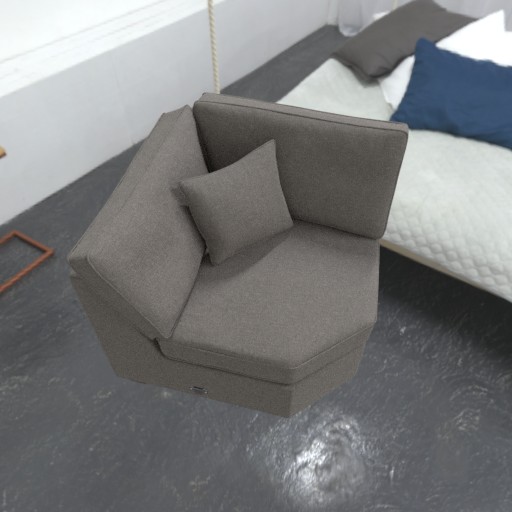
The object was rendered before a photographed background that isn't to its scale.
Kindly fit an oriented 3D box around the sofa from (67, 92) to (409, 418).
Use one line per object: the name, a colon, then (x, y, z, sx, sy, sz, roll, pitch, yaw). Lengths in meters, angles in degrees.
sofa: (0.000, 0.000, 1.888, 1.042, 0.951, 1.050, 11, 49, 10)
